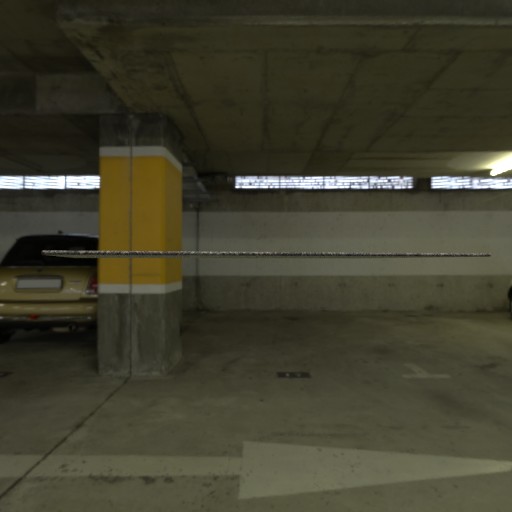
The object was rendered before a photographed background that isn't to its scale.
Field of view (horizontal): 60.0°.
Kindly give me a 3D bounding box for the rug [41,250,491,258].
[{"bbox_3d":[0.000,0.000,2.855,2.298,0.017,1.501,0,-1,-18],"label":"rug"}]
